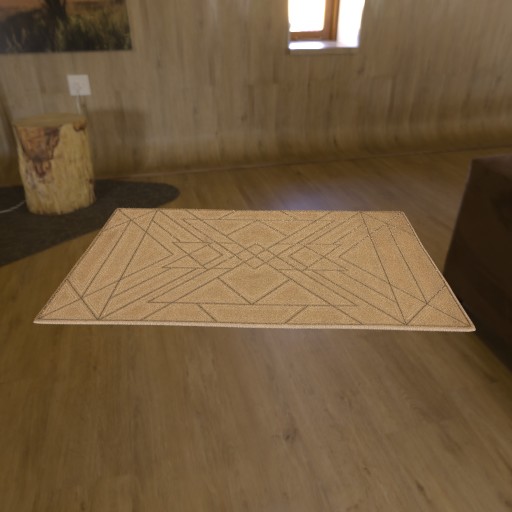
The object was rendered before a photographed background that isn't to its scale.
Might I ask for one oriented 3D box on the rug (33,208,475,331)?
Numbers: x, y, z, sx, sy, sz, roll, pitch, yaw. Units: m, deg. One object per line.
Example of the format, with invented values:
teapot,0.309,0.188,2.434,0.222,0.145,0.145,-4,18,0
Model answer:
rug,0.000,0.000,3.130,2.459,0.023,1.575,1,30,2
